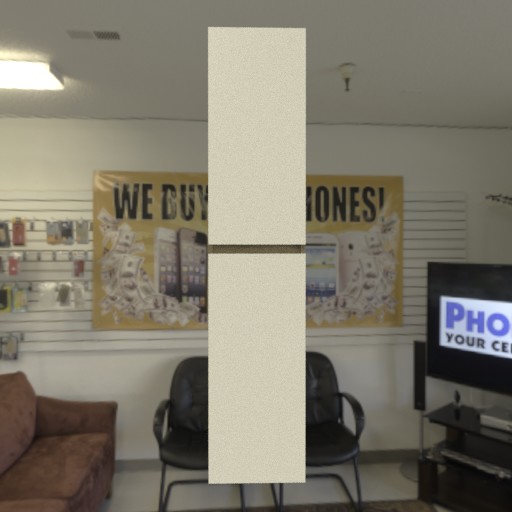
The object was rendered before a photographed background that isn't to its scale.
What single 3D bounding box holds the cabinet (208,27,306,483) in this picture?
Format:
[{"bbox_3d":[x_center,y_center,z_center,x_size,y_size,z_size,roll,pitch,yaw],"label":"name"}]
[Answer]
[{"bbox_3d":[0.000,0.000,1.497,0.300,1.400,0.270,0,1,-1],"label":"cabinet"}]
